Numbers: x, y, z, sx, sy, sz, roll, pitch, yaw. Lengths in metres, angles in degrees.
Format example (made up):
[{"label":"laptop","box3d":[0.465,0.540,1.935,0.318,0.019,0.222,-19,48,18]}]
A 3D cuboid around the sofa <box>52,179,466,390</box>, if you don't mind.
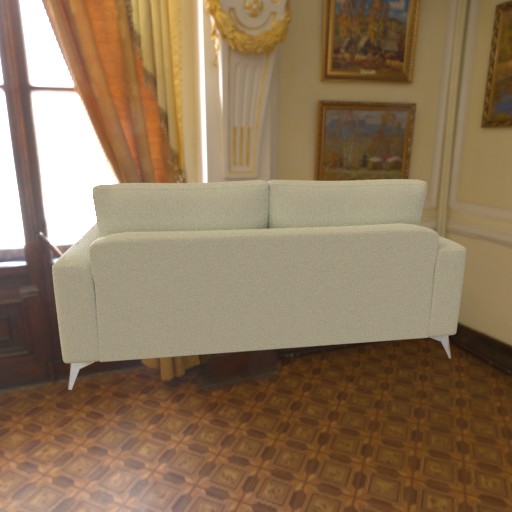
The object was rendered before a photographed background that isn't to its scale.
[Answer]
[{"label":"sofa","box3d":[0.000,0.000,2.177,1.650,0.790,0.920,-2,15,-9]}]
